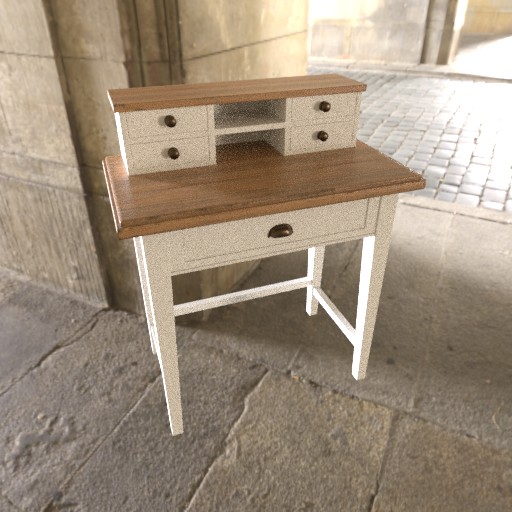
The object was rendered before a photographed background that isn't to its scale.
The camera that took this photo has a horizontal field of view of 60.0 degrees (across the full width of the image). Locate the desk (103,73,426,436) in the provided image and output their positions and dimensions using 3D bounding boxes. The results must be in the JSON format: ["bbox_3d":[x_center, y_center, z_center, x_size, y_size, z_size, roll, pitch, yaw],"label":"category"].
[{"bbox_3d":[0.000,0.000,1.418,0.814,0.981,0.462,-11,34,-17],"label":"desk"}]
